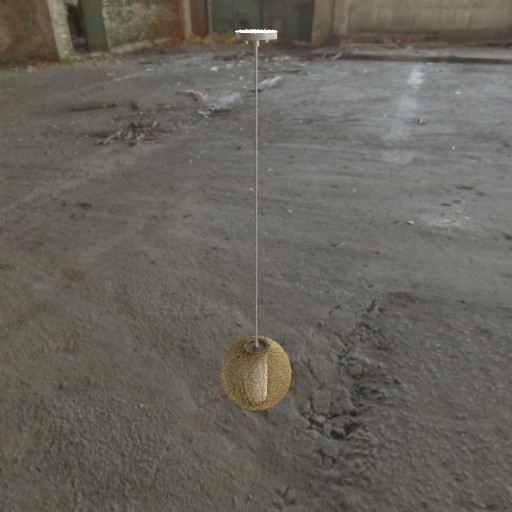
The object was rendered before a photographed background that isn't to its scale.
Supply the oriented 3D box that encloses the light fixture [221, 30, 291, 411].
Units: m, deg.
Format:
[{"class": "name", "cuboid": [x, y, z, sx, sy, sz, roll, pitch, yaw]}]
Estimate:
[{"class": "light fixture", "cuboid": [0.000, 0.000, 2.159, 0.406, 1.955, 0.407, 10, 32, 17]}]
